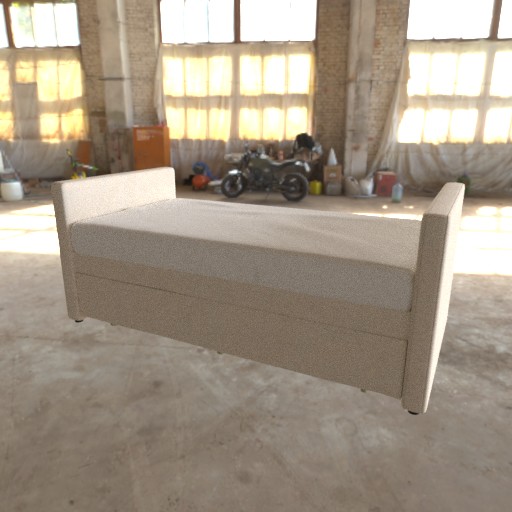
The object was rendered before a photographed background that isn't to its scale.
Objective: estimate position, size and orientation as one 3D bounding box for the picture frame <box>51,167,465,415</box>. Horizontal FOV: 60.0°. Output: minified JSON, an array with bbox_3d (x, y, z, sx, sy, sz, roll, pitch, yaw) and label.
[{"bbox_3d":[0.000,0.000,2.689,2.161,0.891,1.069,8,19,26],"label":"picture frame"}]
